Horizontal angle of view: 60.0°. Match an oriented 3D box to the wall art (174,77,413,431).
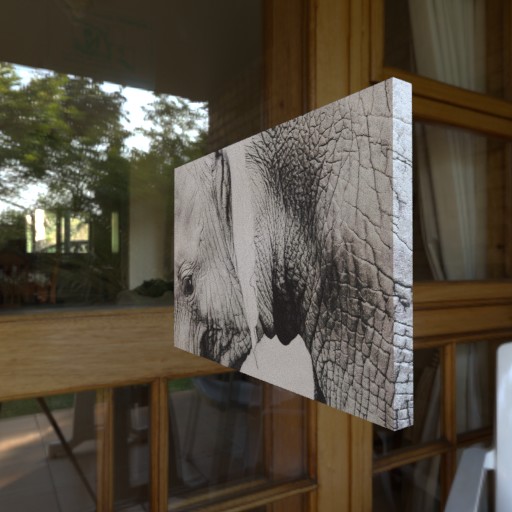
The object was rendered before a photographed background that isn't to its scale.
[{"bbox_3d":[0.000,0.000,0.772,0.035,0.407,0.613,0,-1,-34],"label":"wall art"}]
